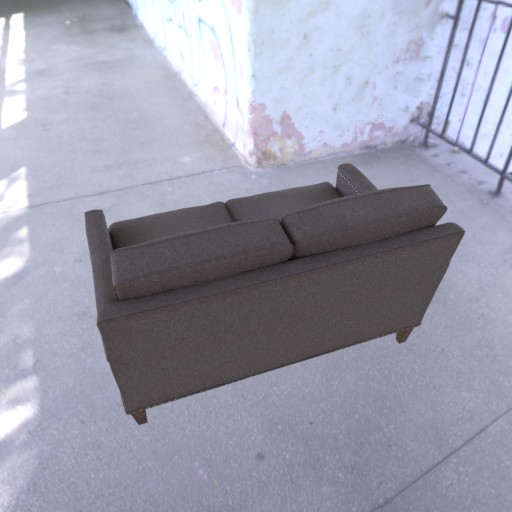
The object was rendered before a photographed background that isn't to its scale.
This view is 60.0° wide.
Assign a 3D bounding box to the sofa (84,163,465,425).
[{"bbox_3d":[0.000,0.000,2.270,1.597,1.003,1.084,-13,43,-15],"label":"sofa"}]
